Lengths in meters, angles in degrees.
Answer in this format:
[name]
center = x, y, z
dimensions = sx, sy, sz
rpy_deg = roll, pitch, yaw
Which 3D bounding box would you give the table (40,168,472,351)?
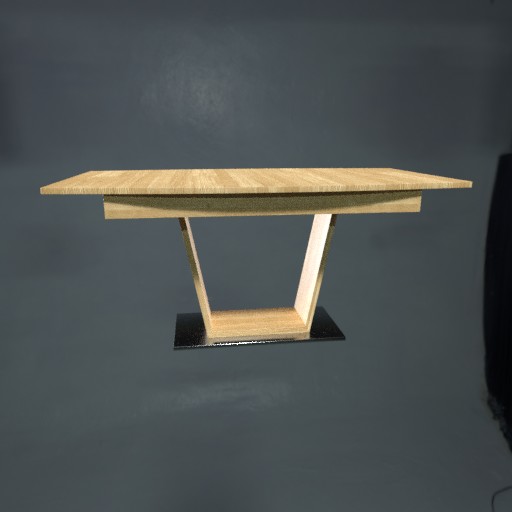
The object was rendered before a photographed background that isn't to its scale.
[table]
center = 0.000, 0.000, 2.090
dimensions = 1.598, 0.748, 0.900
rpy_deg = -2, 15, -7
